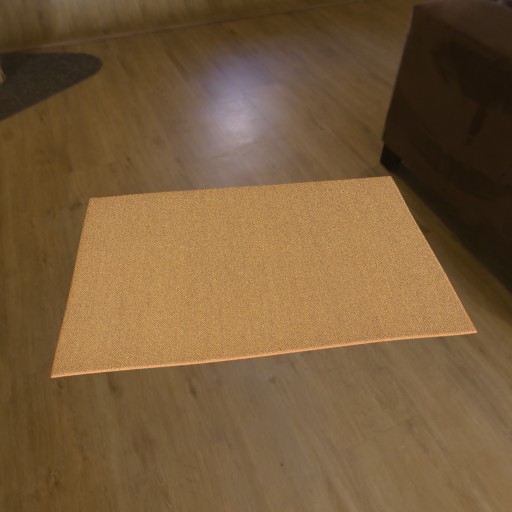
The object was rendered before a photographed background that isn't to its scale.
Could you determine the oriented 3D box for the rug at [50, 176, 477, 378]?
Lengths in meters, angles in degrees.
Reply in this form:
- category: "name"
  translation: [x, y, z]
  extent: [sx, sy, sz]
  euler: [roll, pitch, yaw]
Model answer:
- category: "rug"
  translation: [0.000, 0.000, 2.088]
  extent: [1.678, 0.013, 1.078]
  euler: [-5, 46, -5]
